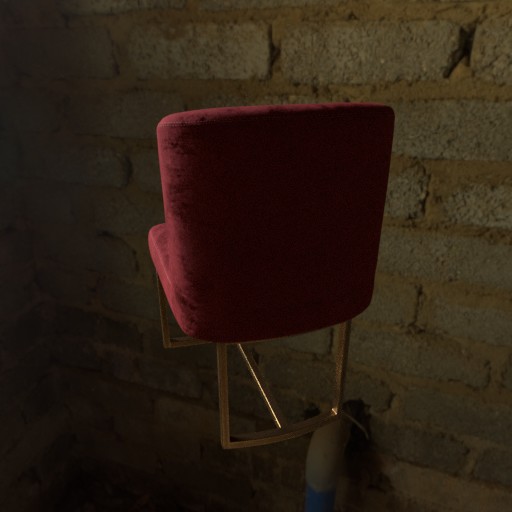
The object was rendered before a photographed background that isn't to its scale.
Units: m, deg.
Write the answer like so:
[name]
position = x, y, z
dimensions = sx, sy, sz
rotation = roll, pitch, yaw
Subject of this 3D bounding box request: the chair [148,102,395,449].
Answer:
[chair]
position = 0.000, 0.000, 1.197
dimensions = 0.530, 0.824, 0.560
rotation = -8, 26, -17
